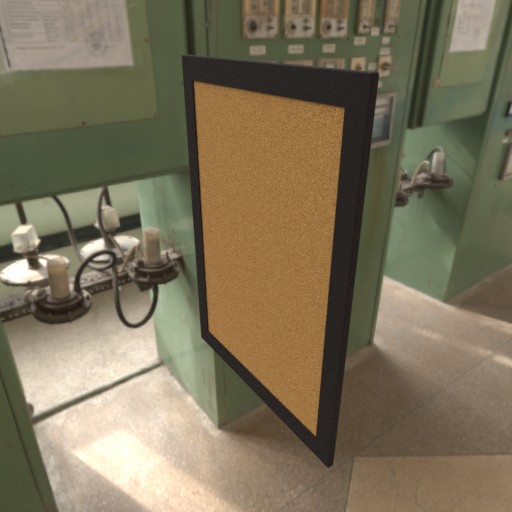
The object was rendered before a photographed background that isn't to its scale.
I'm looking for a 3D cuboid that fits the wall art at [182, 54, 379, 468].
[{"bbox_3d":[0.000,0.000,0.657,0.012,0.529,0.374,-18,32,-31],"label":"wall art"}]
